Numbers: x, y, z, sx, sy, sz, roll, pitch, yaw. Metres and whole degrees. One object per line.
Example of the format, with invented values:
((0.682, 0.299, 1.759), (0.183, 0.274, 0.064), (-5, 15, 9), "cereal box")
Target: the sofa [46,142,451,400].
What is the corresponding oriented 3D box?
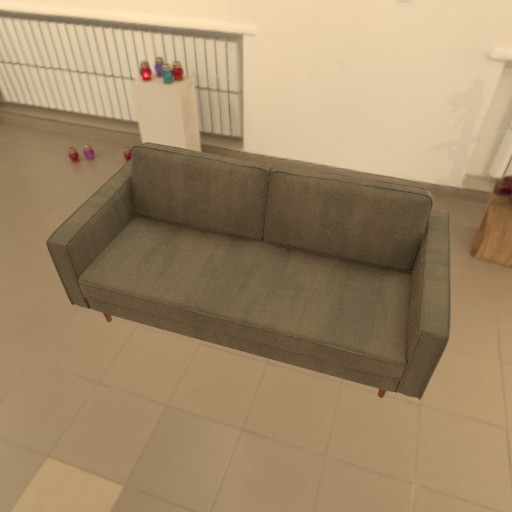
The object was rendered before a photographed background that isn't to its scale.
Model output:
((0.000, 0.000, 2.401), (1.920, 0.825, 0.924), (12, 43, 13), "sofa")
